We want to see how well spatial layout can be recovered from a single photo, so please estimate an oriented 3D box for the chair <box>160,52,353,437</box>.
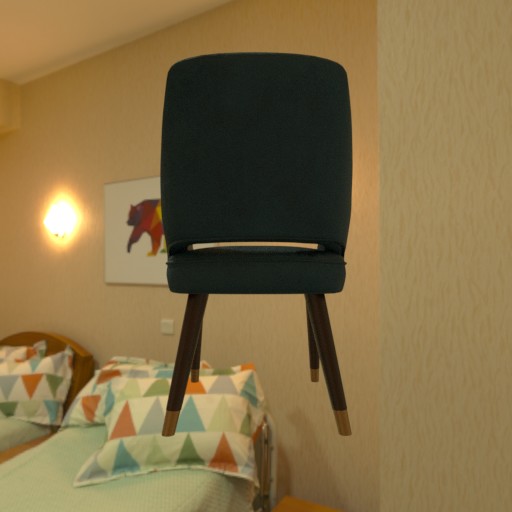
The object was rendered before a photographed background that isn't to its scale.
[{"bbox_3d":[0.000,0.000,1.564,0.683,1.081,0.794,0,-1,-1],"label":"chair"}]
